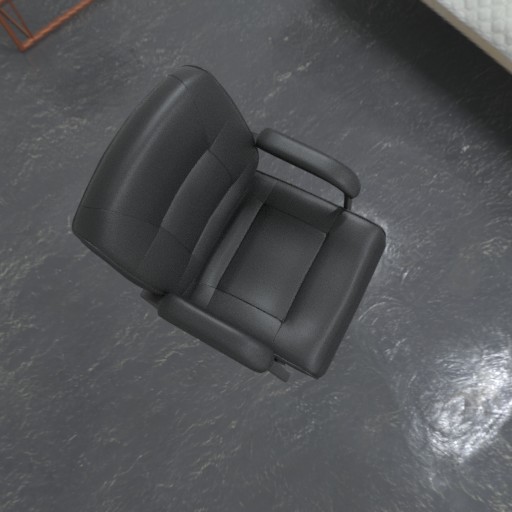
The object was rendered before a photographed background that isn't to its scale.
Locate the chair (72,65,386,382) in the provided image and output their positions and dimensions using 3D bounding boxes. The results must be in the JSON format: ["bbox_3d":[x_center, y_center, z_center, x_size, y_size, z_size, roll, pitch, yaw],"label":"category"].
[{"bbox_3d":[0.000,0.000,1.314,0.668,0.910,0.591,27,77,7],"label":"chair"}]
